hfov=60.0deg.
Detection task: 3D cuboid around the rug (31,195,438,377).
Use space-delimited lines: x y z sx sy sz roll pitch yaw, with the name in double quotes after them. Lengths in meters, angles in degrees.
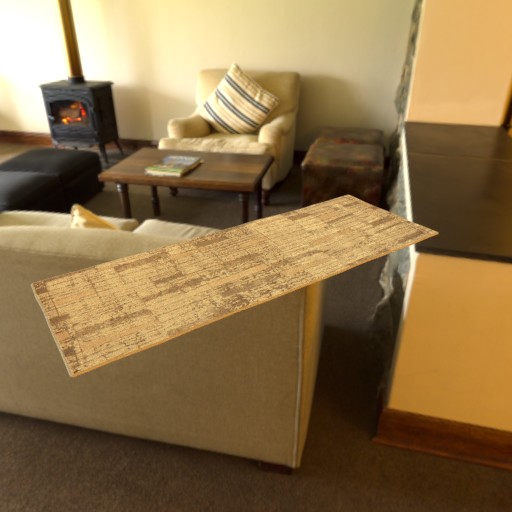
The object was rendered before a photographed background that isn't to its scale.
0.000 0.000 2.677 2.383 0.018 0.857 -18 34 -29 "rug"
